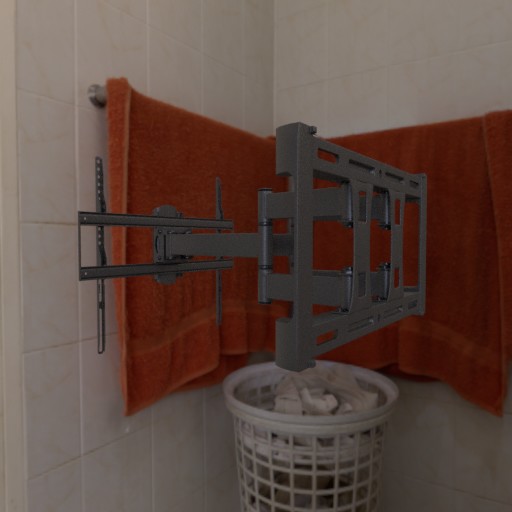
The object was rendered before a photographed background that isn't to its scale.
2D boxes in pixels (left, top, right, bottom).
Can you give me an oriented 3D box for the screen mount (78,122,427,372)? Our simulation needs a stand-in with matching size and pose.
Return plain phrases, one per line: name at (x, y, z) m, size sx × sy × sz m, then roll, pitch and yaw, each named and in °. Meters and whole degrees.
screen mount at (0.000, 0.000, 0.943) m, size 0.556 × 0.424 × 0.571 m, roll 1°, pitch 2°, yaw 36°
